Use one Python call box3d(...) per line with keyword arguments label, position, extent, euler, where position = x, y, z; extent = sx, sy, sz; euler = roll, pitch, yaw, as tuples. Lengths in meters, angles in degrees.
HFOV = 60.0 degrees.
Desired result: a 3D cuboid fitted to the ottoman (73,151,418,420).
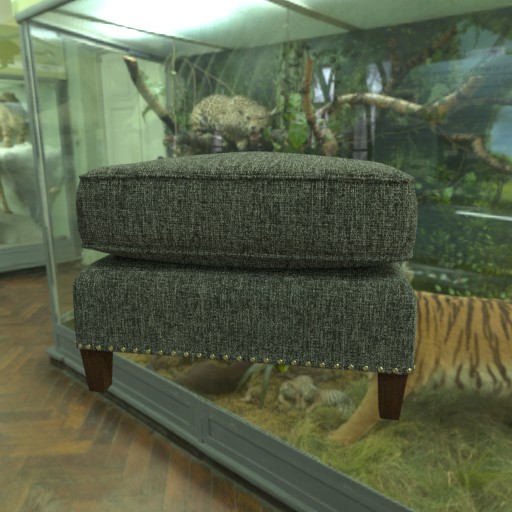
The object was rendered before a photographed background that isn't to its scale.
box3d(label="ottoman", position=(0.000, 0.000, 1.169), extent=(0.738, 0.537, 0.589), euler=(2, 14, 9))
